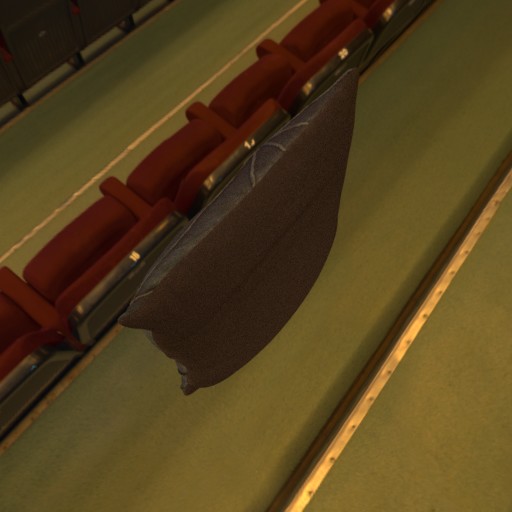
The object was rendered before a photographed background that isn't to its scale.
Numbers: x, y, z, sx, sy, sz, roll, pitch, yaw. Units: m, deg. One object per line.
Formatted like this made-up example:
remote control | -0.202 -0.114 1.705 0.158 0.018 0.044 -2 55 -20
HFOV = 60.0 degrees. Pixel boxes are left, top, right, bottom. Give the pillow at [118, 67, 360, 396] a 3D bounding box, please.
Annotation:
pillow | 0.000 0.000 0.691 0.183 0.440 0.439 35 69 16
